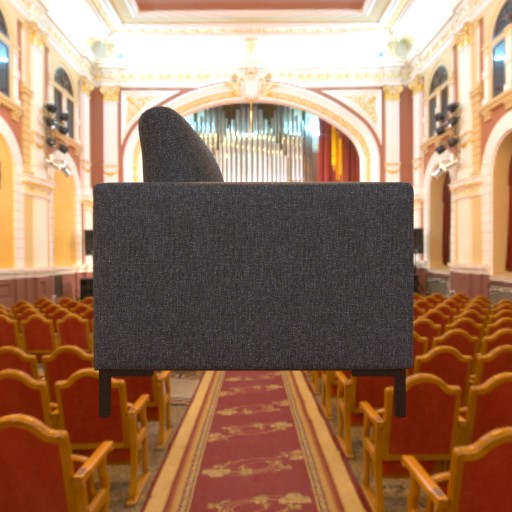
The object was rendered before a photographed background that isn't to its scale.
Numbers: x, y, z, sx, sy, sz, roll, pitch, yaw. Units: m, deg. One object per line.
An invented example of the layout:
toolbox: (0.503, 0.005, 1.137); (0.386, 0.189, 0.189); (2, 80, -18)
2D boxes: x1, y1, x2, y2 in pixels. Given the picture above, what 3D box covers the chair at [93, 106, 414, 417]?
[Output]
chair: (0.000, 0.000, 1.621); (0.866, 0.861, 0.963); (0, 0, 0)
